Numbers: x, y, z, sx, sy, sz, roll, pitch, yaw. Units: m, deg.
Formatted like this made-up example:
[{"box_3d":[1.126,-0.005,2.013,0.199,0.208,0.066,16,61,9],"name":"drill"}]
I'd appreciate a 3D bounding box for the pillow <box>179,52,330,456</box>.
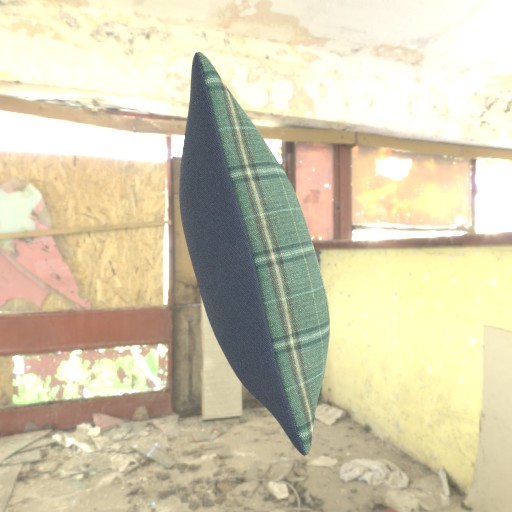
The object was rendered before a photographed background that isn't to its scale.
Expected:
[{"box_3d":[0.000,0.000,0.683,0.200,0.430,0.453,0,0,1],"name":"pillow"}]
